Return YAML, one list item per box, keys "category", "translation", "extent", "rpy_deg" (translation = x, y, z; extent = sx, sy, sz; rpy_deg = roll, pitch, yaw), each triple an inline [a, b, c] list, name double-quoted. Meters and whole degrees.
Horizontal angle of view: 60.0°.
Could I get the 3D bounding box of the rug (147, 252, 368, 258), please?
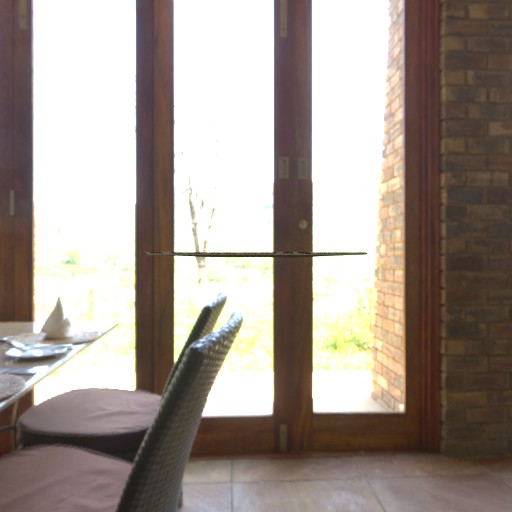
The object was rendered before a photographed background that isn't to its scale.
- category: "rug"
  translation: [0.000, 0.000, 2.712]
  extent: [0.750, 0.009, 2.435]
  rpy_deg: [0, 0, 0]
